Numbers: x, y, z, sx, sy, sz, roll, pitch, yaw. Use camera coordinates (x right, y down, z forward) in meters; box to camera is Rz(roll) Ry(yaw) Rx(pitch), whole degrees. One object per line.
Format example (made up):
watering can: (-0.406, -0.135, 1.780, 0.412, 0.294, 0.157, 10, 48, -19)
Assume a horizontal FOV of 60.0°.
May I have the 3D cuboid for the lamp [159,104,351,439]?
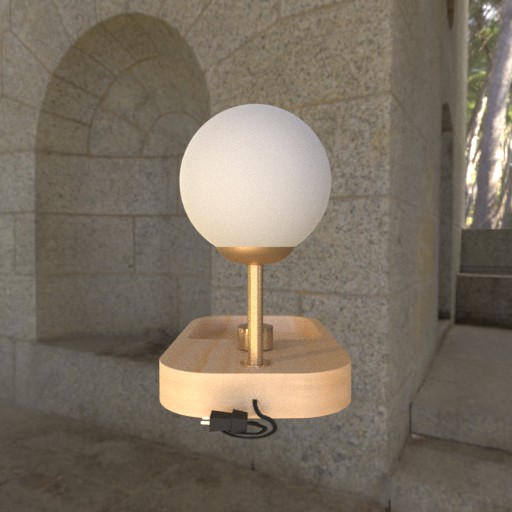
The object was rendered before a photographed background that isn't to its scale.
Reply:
lamp: (0.000, 0.000, 0.475, 0.173, 0.253, 0.331, 0, 1, 0)
